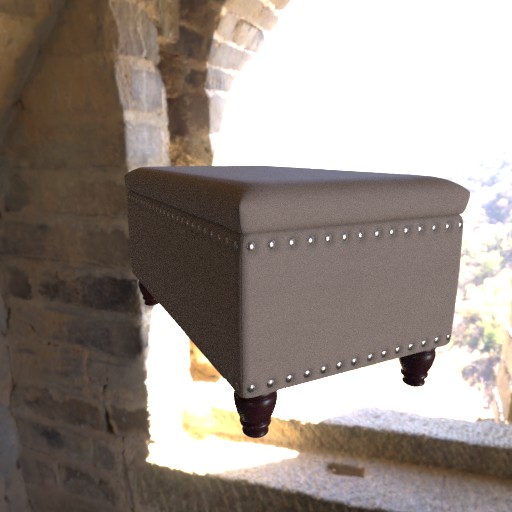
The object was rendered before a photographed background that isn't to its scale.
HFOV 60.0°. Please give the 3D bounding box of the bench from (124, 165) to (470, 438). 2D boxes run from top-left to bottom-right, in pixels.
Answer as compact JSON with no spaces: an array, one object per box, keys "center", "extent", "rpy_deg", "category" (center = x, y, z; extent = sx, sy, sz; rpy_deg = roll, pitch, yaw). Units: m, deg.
[{"center":[0.000,0.000,1.180],"extent":[0.500,0.449,0.887],"rpy_deg":[-7,15,-26],"category":"bench"}]
